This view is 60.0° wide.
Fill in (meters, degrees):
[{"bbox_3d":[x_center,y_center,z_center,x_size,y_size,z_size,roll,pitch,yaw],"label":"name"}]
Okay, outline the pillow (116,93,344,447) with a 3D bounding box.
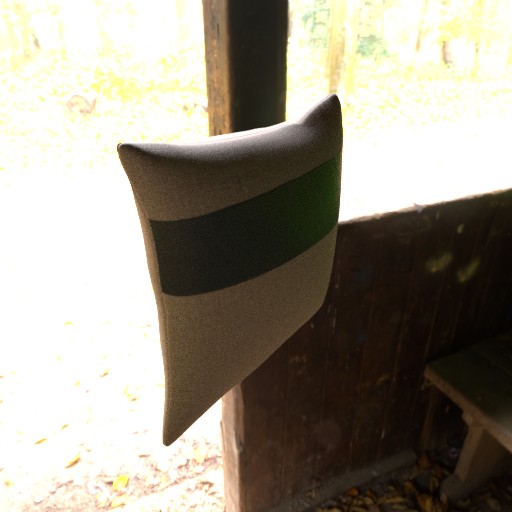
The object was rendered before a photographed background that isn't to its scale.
[{"bbox_3d":[0.000,0.000,0.634,0.173,0.399,0.414,19,33,32],"label":"pillow"}]
